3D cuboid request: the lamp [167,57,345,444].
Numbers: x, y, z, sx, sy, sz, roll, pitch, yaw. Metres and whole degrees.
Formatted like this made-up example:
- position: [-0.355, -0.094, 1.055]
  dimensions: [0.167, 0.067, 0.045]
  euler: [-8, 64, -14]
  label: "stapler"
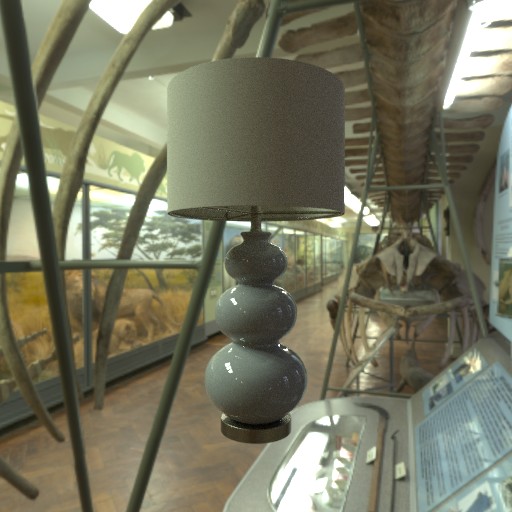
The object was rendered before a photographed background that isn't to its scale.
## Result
- position: [0.000, 0.000, 0.935]
  dimensions: [0.367, 0.730, 0.367]
  euler: [0, 0, 19]
  label: "lamp"
